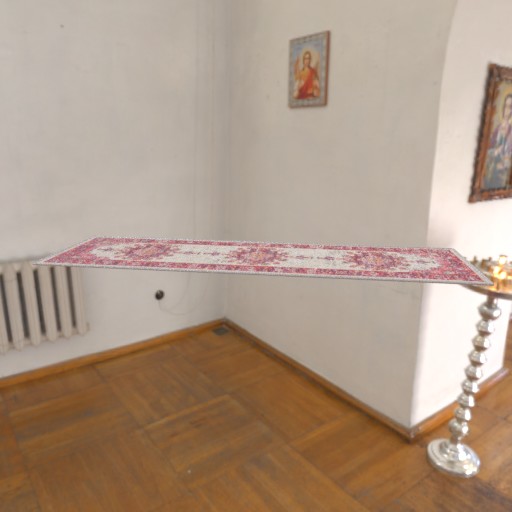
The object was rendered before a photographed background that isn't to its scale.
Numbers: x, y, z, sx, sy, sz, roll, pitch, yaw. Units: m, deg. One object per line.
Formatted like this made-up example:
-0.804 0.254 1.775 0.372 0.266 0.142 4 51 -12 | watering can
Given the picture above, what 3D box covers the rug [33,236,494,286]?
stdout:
0.000 0.000 2.490 2.294 0.011 0.666 2 16 8 | rug
